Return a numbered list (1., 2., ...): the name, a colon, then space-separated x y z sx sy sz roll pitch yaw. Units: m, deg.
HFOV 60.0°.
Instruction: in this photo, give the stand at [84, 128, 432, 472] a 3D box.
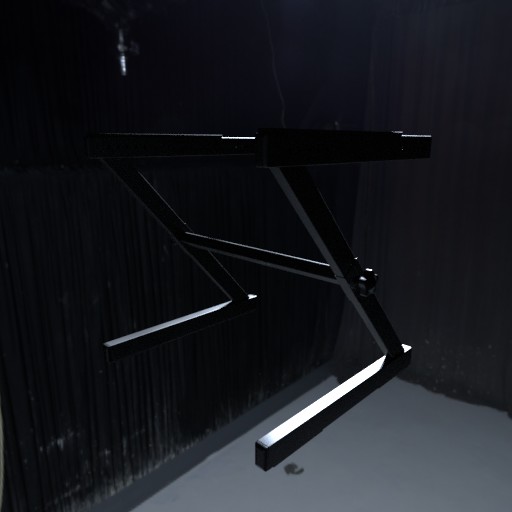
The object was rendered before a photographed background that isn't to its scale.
1. stand: 0.000 0.000 1.156 0.700 0.617 0.586 14 20 43
